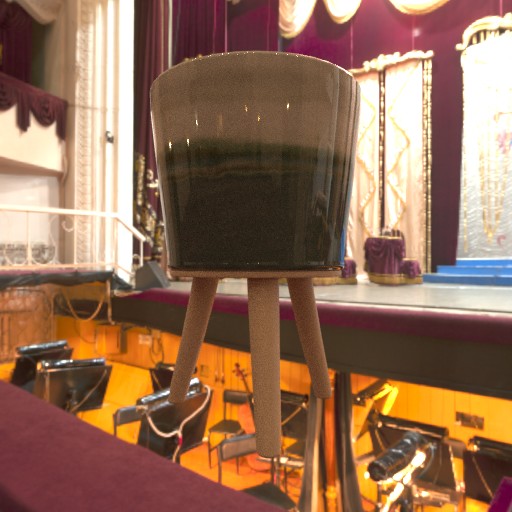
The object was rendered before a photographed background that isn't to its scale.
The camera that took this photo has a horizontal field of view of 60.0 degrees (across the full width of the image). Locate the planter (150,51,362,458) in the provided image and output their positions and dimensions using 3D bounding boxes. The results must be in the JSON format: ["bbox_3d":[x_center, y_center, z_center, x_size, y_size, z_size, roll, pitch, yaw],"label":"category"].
[{"bbox_3d":[0.000,0.000,0.462,0.217,0.331,0.217,-1,-1,37],"label":"planter"}]
